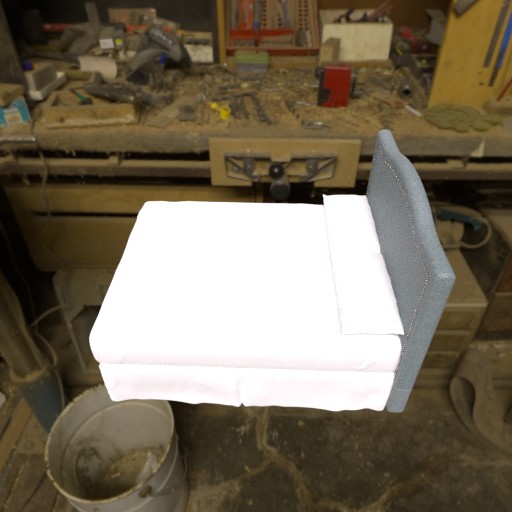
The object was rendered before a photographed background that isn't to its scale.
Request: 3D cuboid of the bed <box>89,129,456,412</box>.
[{"bbox_3d":[0.000,0.000,3.356,2.143,1.460,1.753,1,40,2],"label":"bed"}]
